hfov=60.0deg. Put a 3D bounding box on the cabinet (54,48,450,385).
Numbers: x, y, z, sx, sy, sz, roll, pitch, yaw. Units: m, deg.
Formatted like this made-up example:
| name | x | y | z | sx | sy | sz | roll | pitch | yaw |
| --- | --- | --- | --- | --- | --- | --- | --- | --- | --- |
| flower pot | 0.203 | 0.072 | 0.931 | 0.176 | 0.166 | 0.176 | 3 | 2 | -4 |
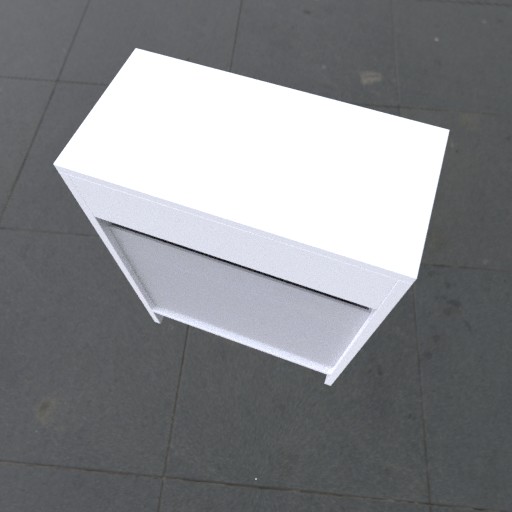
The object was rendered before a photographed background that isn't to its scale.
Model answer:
| name | x | y | z | sx | sy | sz | roll | pitch | yaw |
| --- | --- | --- | --- | --- | --- | --- | --- | --- | --- |
| cabinet | 0.000 | 0.000 | 1.105 | 0.600 | 0.815 | 0.296 | 18 | 65 | 9 |
